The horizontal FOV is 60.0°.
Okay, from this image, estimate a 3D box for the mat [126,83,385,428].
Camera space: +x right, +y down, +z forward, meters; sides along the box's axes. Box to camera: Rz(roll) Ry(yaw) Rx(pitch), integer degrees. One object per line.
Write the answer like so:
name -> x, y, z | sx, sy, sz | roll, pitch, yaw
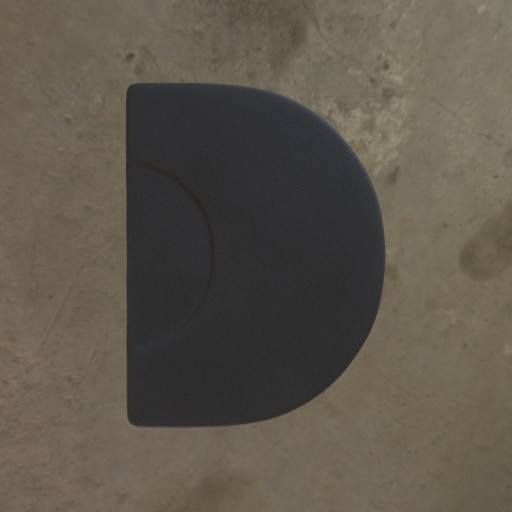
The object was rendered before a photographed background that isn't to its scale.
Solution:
mat -> 0.000, 0.000, 1.567 | 0.917, 0.016, 1.220 | 0, 91, 0
